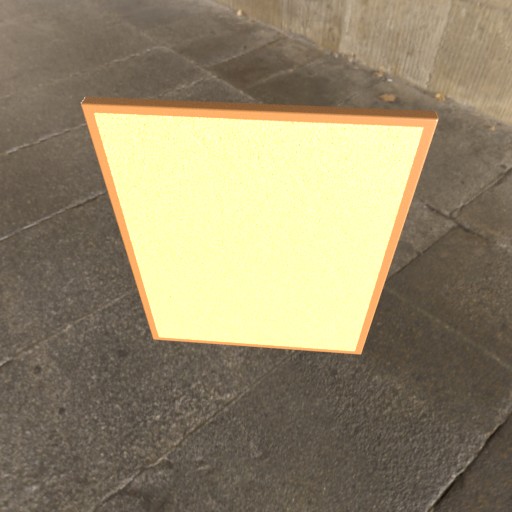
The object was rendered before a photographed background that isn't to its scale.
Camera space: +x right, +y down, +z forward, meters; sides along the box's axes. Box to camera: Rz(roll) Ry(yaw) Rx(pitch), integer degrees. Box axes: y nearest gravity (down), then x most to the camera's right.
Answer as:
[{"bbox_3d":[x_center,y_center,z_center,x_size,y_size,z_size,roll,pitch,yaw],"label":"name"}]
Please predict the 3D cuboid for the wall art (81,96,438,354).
[{"bbox_3d":[0.000,0.000,0.760,0.449,0.550,0.021,3,47,3],"label":"wall art"}]
